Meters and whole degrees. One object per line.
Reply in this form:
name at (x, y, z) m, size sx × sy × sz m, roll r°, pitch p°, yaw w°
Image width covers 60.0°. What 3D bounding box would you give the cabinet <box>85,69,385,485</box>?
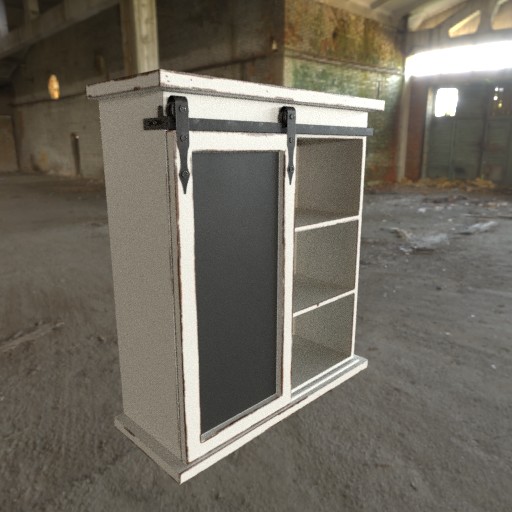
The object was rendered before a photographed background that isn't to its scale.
cabinet at (0.000, 0.000, 0.873) m, size 0.541 × 0.603 × 0.210 m, roll -13°, pitch 19°, yaw -43°
